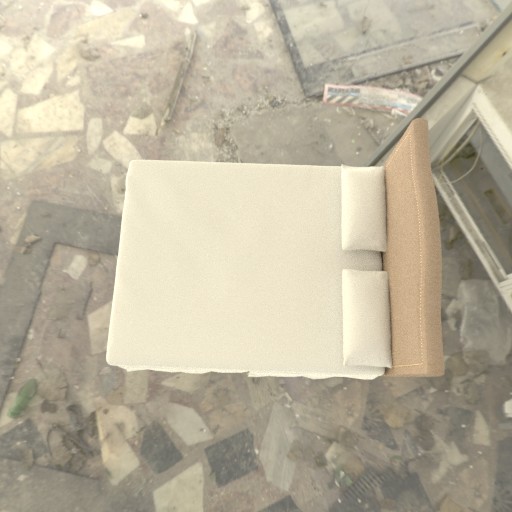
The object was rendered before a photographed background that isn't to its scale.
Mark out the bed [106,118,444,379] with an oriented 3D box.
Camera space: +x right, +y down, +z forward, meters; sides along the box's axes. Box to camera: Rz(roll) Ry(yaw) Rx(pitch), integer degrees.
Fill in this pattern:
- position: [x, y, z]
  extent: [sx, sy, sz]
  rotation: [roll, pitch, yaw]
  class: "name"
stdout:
- position: [0.000, 0.000, 3.426]
  extent: [2.282, 1.436, 1.821]
  rotation: [2, 75, 1]
  class: "bed"
